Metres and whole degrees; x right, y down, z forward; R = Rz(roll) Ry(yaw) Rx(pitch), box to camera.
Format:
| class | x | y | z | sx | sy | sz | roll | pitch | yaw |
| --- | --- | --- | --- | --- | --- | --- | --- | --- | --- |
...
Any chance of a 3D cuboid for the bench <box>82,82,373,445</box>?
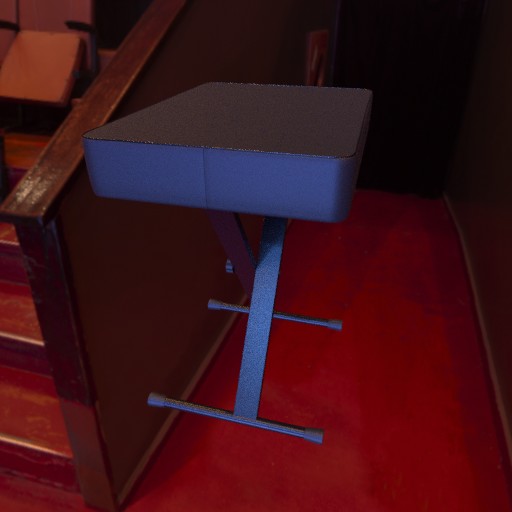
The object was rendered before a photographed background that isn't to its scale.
| class | x | y | z | sx | sy | sz | roll | pitch | yaw |
| --- | --- | --- | --- | --- | --- | --- | --- | --- | --- |
| bench | 0.000 | 0.000 | 0.773 | 0.321 | 0.500 | 0.424 | 8 | 31 | 13 |
